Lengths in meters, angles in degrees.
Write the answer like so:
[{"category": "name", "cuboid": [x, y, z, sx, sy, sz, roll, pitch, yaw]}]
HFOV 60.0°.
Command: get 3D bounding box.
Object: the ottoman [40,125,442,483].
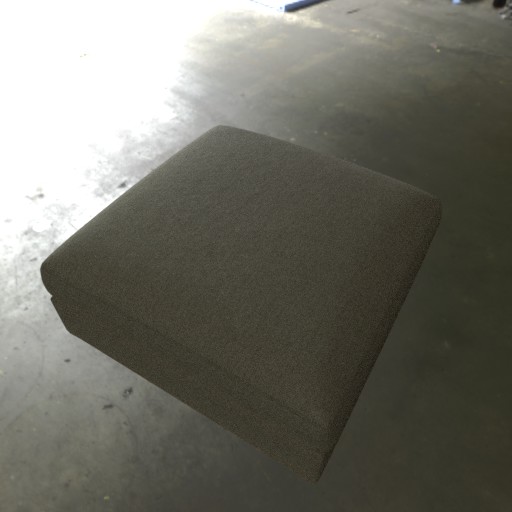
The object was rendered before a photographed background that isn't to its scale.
[{"category": "ottoman", "cuboid": [0.000, 0.000, 1.587, 1.041, 0.470, 1.041, 24, 51, 21]}]
